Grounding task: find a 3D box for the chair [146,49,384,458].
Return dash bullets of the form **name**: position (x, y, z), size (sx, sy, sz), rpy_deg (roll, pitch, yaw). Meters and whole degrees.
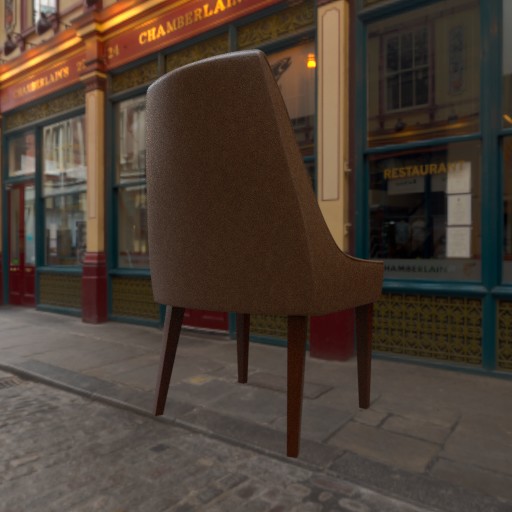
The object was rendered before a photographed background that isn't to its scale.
- **chair**: position (0.000, 0.000, 1.197), size (0.529, 0.861, 0.544), rpy_deg (0, -1, 36)
